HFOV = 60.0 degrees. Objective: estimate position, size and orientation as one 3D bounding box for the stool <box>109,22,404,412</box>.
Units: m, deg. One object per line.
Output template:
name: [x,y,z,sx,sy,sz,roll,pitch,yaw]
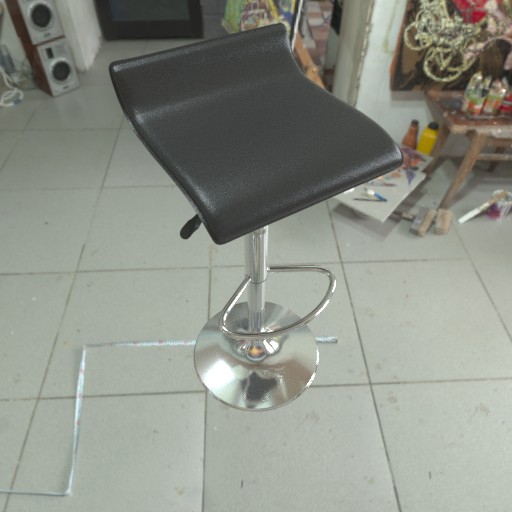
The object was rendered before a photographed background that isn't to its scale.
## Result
stool: [0.000,0.000,1.038,0.381,0.851,0.381,-25,52,-21]
